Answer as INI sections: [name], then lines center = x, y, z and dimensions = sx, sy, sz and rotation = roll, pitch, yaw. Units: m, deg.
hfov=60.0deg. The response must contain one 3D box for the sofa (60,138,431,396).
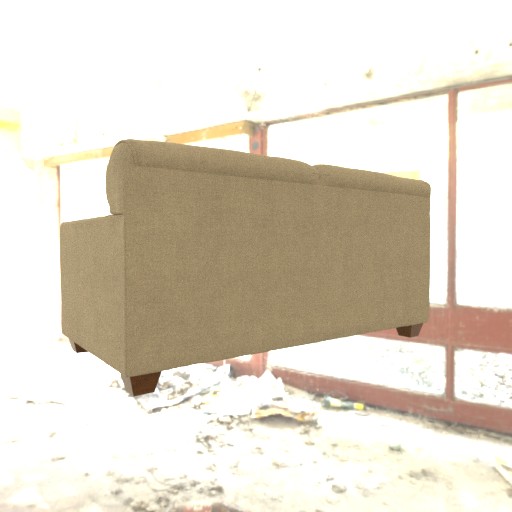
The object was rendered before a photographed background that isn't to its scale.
[sofa]
center = 0.000, 0.000, 2.440
dimensions = 1.846, 0.958, 0.998
rotation = -1, 2, -36
